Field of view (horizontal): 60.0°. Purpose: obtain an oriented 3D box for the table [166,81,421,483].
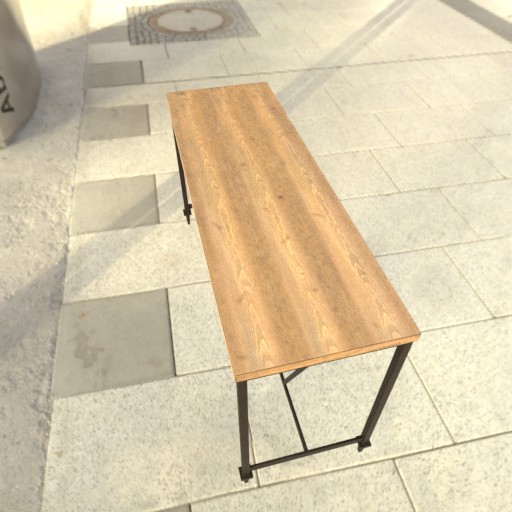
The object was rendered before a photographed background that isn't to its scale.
[{"bbox_3d":[0.000,0.000,2.111,0.551,0.902,1.700,-10,46,-10],"label":"table"}]
